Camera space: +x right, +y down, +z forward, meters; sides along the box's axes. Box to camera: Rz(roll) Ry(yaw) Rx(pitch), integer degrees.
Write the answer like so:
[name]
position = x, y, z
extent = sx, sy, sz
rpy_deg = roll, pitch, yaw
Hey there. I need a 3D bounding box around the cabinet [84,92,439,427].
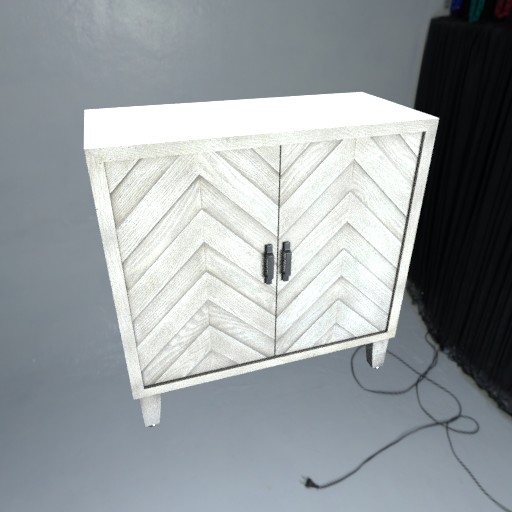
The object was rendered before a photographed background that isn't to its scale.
[cabinet]
position = 0.000, 0.000, 1.261
extent = 0.781, 0.787, 0.370
rpy_deg = -9, 31, -16
